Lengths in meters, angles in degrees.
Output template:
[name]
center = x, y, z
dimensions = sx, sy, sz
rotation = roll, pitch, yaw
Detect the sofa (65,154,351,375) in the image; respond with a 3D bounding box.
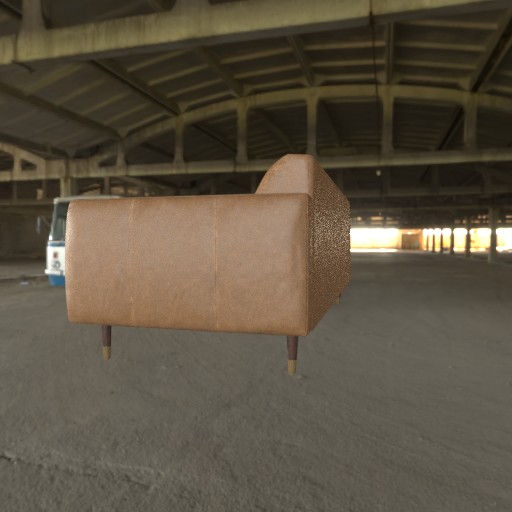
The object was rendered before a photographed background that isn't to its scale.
[sofa]
center = 0.000, 0.000, 2.687
dimensions = 0.990, 0.821, 2.291
rotation = 1, 2, 16
